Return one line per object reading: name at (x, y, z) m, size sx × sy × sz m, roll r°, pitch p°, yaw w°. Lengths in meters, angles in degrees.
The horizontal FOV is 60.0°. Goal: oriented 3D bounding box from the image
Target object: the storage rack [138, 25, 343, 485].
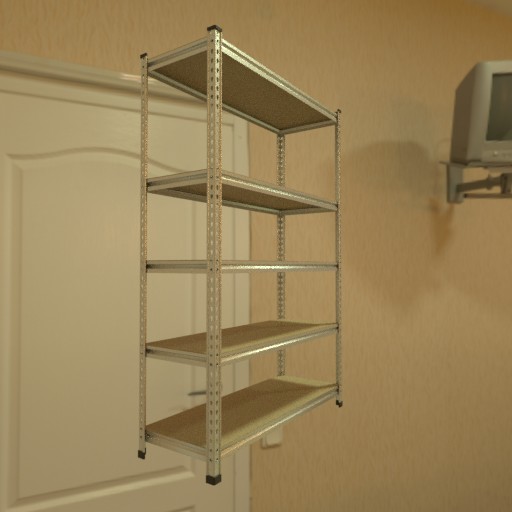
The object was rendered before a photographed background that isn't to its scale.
storage rack at (0.000, 0.000, 2.384) m, size 0.457 × 1.829 × 1.219 m, roll -1°, pitch -2°, yaw 35°
